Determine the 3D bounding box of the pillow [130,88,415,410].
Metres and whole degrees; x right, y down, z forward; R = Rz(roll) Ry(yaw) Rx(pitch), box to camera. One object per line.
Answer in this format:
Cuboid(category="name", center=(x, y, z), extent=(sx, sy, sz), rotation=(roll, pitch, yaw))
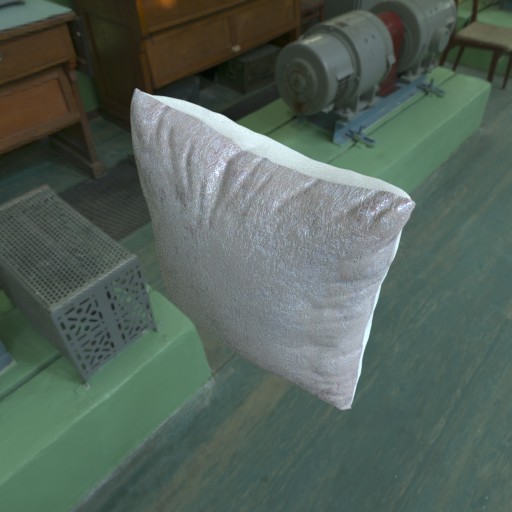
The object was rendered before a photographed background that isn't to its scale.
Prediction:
Cuboid(category="pillow", center=(0.000, 0.000, 0.720), extent=(0.450, 0.448, 0.245), rotation=(31, 53, 27))
